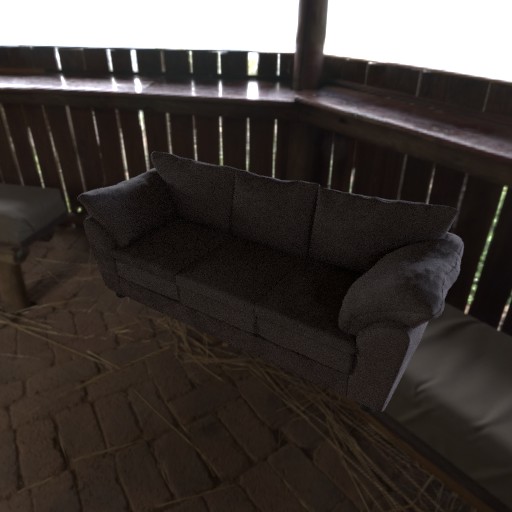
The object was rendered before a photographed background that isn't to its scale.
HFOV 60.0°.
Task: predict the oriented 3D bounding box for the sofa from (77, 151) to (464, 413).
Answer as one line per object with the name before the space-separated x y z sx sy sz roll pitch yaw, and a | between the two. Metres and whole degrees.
sofa | 0.000 0.000 2.849 2.377 0.981 0.893 18 34 29
